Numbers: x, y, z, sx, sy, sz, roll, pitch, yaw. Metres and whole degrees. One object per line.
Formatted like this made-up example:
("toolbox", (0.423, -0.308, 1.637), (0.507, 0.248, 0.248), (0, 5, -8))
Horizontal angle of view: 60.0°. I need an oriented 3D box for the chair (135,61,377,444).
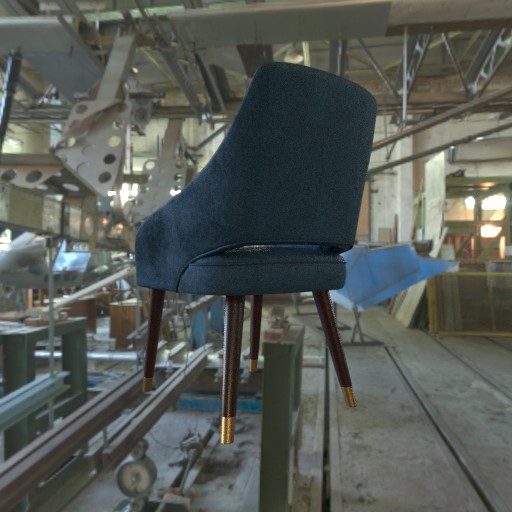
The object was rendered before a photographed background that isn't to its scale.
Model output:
("chair", (0.000, 0.000, 1.623), (0.683, 1.081, 0.794), (0, 0, -36))
